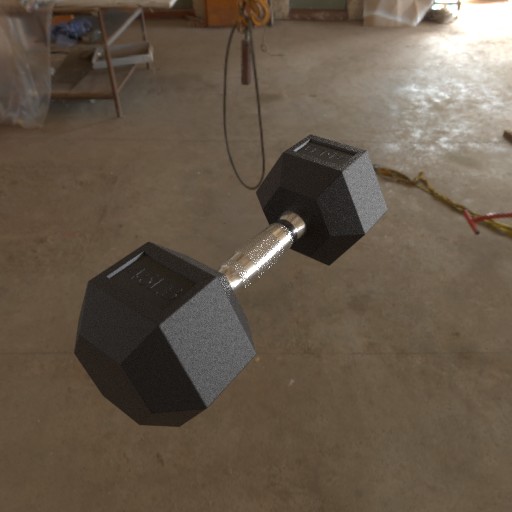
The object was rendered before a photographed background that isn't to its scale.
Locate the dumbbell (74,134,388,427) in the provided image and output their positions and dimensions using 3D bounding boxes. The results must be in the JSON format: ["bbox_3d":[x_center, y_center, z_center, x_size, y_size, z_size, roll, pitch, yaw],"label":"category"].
[{"bbox_3d":[0.000,0.000,0.432,0.141,0.123,0.356,25,46,27],"label":"dumbbell"}]
